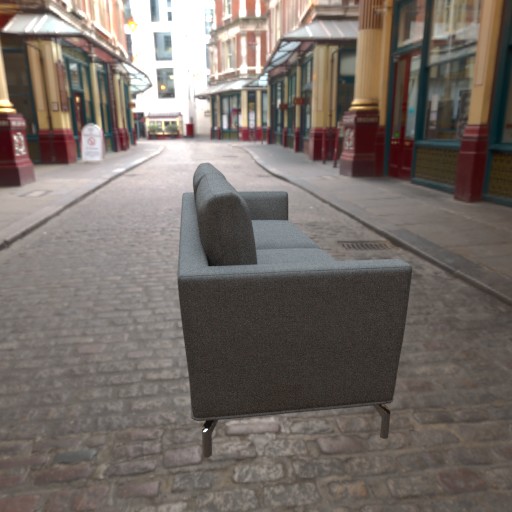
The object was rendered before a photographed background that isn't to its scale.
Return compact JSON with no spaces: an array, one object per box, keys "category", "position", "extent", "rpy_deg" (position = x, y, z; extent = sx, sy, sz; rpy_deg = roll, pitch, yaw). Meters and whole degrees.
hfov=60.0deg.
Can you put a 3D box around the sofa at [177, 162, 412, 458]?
[{"category":"sofa","position":[0.000,0.000,2.652],"extent":[0.869,1.002,2.212],"rpy_deg":[-2,16,-8]}]
